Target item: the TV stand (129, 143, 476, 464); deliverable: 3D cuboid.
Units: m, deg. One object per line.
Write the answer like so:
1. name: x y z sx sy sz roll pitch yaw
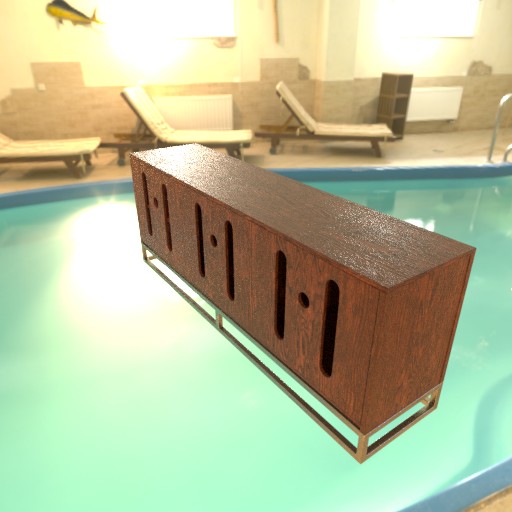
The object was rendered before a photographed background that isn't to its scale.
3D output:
1. TV stand: 0.000 0.000 1.779 0.382 0.578 1.541 -18 32 -31
